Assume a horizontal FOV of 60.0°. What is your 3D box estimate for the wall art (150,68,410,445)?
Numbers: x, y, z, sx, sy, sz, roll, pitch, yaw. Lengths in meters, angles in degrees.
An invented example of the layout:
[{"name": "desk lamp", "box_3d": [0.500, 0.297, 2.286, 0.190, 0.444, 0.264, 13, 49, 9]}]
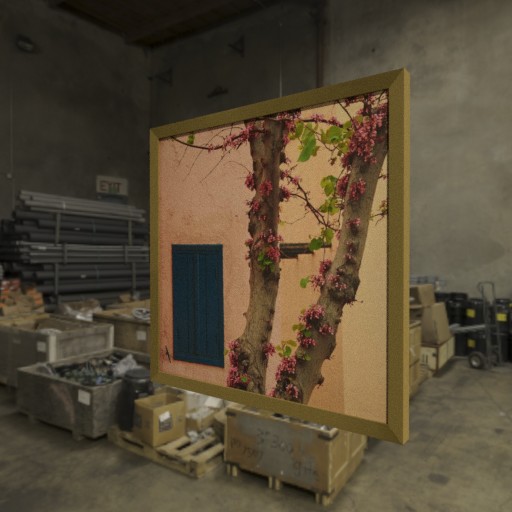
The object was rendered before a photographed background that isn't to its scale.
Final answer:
[{"name": "wall art", "box_3d": [0.000, 0.000, 1.133, 0.762, 0.762, 0.038, 0, 1, 36]}]
